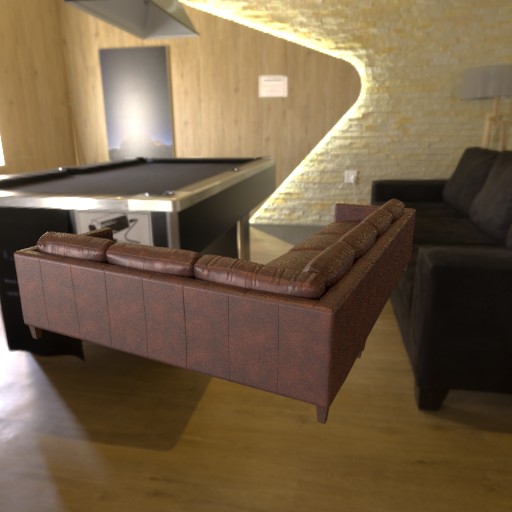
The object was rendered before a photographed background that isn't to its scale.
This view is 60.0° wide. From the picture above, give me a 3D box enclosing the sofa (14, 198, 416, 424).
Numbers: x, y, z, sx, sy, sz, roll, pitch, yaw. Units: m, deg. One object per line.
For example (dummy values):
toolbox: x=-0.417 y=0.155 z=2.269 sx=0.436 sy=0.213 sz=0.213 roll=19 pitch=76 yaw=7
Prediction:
sofa: x=0.000 y=0.000 z=4.160 sx=2.438 sy=0.836 sz=3.152 roll=8 pitch=18 yaw=25
